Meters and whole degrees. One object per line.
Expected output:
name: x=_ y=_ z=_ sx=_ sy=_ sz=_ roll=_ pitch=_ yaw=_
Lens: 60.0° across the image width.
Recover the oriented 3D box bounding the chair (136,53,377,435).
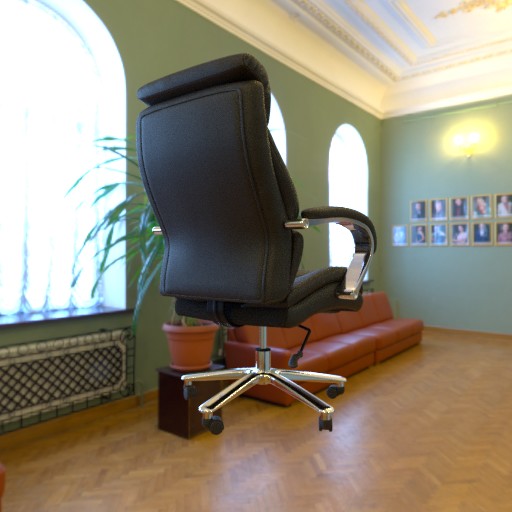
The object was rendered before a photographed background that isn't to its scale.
chair: x=0.000 y=0.000 z=1.696 sx=0.755 sy=1.183 sz=0.790 roll=0 pitch=0 yaw=37
